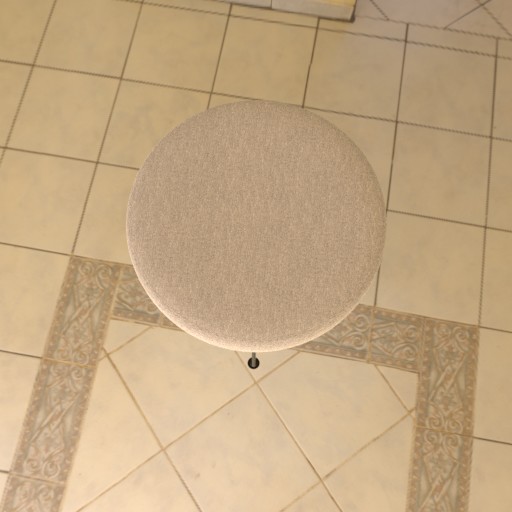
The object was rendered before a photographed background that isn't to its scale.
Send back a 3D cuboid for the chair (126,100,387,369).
[{"bbox_3d":[0.000,0.000,0.697,0.350,0.440,0.350,0,76,0],"label":"chair"}]
